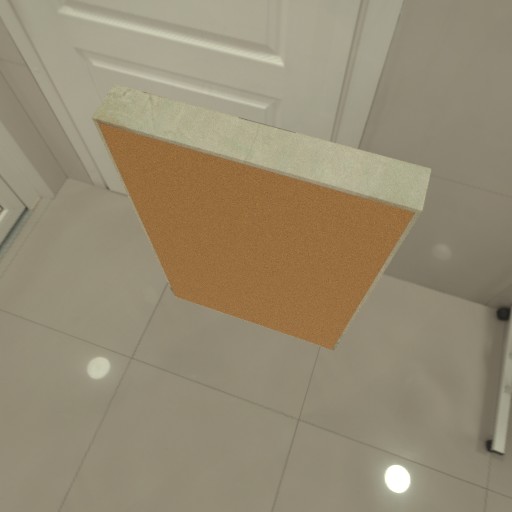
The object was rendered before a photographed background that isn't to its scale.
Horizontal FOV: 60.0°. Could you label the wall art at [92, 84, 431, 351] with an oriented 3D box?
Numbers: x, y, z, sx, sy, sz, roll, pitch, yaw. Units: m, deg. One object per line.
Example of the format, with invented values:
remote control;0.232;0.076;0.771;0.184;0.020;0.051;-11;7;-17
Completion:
wall art;0.000;0.000;0.500;0.254;0.381;0.038;17;65;8
